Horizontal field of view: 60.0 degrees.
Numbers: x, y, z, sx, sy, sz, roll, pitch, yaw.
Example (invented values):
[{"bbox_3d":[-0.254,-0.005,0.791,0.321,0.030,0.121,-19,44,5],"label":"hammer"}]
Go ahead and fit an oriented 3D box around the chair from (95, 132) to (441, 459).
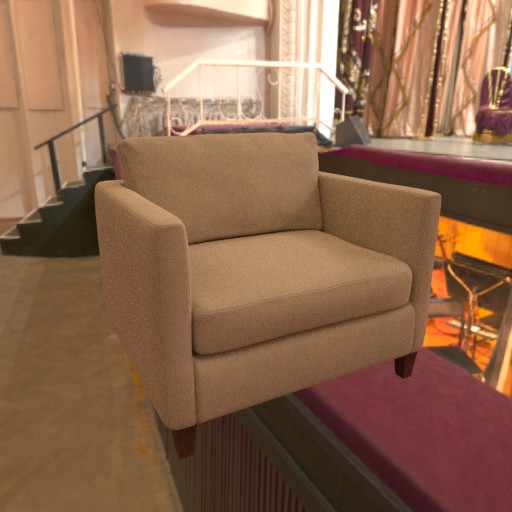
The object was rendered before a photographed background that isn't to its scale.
[{"bbox_3d":[0.000,0.000,1.824,1.107,0.961,0.959,-9,20,-27],"label":"chair"}]
